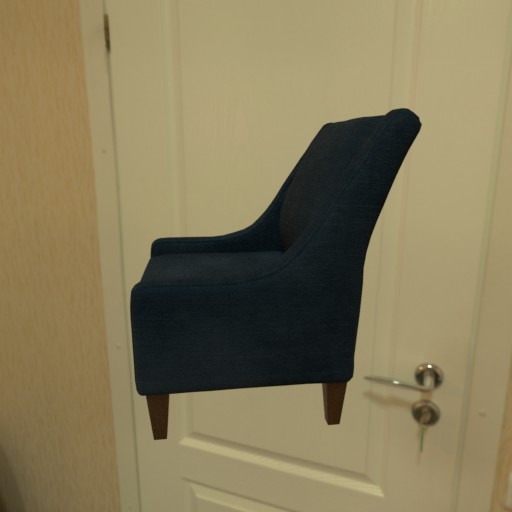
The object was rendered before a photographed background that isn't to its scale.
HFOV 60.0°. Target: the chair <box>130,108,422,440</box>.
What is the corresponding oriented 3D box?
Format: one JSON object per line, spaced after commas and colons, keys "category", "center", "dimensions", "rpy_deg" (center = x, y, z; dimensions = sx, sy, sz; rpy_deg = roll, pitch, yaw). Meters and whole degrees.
{"category": "chair", "center": [0.000, 0.000, 1.677], "dimensions": [0.870, 1.014, 0.774], "rpy_deg": [-2, 13, -8]}
